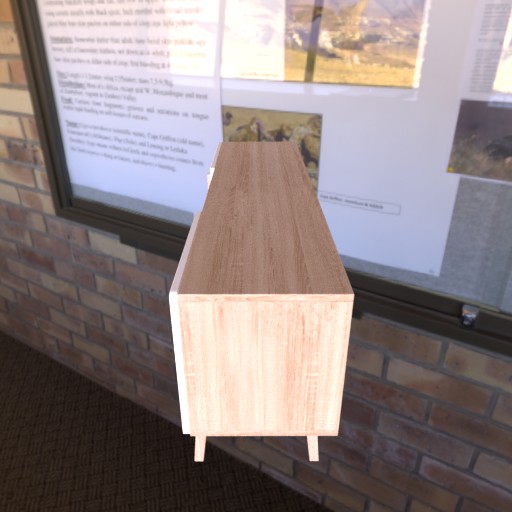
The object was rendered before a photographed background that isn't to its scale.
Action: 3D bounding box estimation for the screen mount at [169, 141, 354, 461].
[{"bbox_3d":[0.000,0.000,1.752,0.420,0.570,1.500,0,27,0],"label":"screen mount"}]
